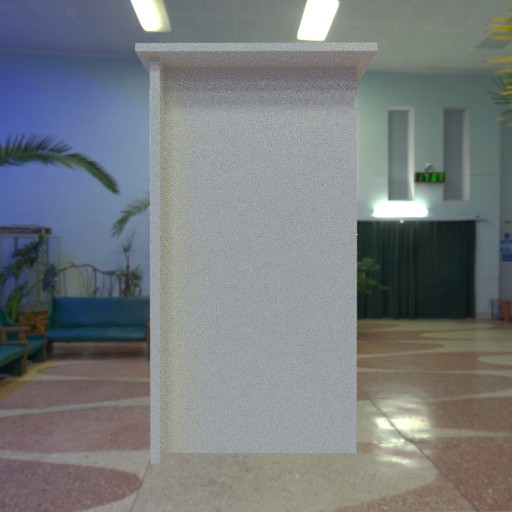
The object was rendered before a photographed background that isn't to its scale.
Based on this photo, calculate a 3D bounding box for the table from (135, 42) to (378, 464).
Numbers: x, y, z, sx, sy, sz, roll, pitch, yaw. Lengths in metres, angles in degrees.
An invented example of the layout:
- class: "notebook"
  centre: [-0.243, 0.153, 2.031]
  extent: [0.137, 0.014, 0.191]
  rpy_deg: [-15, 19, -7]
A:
- class: "table"
  centre: [0.000, 0.000, 1.033]
  extent: [0.406, 0.711, 0.589]
  rpy_deg: [0, 0, 0]
